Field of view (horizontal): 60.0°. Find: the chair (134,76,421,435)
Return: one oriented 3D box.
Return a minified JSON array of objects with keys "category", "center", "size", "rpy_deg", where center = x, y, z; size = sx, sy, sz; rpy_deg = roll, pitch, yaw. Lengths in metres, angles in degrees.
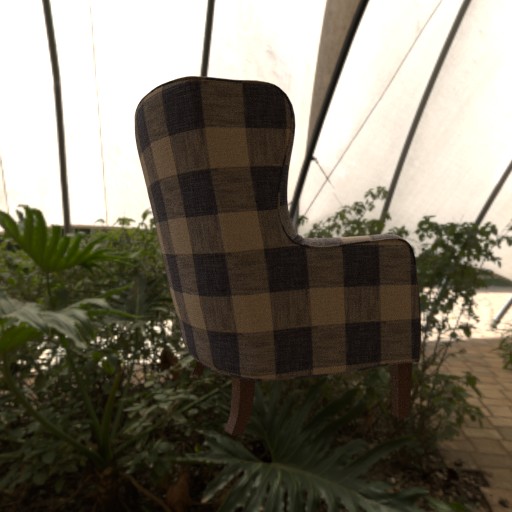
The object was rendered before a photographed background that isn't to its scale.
[{"category":"chair","center":[0.000,0.000,1.685],"size":[0.889,1.041,0.830],"rpy_deg":[0,1,-17]}]
